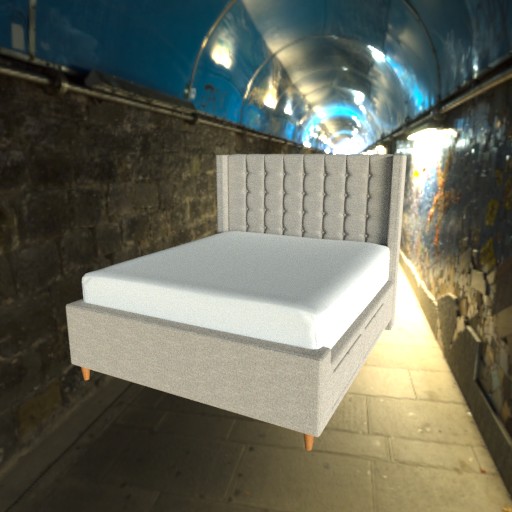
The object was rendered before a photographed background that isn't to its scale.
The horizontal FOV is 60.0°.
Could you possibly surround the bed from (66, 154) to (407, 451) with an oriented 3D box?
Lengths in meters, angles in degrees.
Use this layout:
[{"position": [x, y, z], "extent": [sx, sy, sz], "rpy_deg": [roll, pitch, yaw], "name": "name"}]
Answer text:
[{"position": [0.000, 0.000, 3.876], "extent": [2.044, 1.748, 2.372], "rpy_deg": [6, 14, 27], "name": "bed"}]
